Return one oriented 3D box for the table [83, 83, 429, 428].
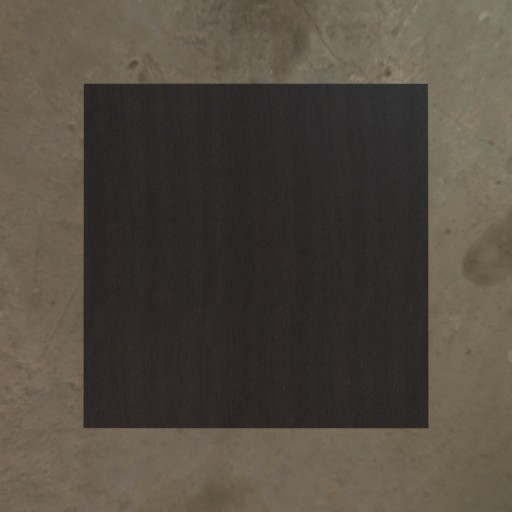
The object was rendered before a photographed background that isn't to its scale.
[{"bbox_3d":[0.000,0.000,1.176,0.762,0.396,0.762,0,90,0],"label":"table"}]
